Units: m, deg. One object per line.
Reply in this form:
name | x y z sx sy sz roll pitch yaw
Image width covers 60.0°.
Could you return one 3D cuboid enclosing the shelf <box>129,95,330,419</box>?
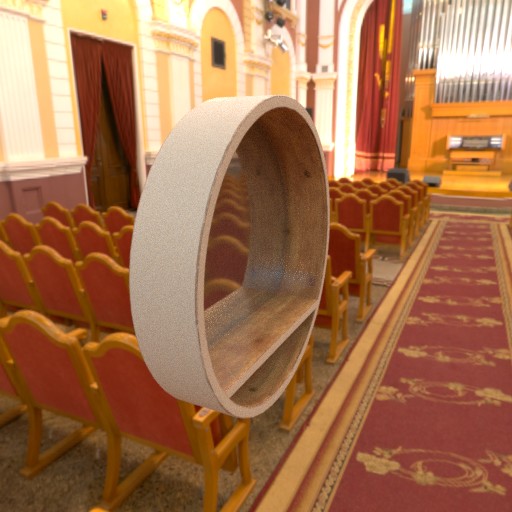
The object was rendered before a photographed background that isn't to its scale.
shelf | 0.000 0.000 1.187 0.158 0.807 0.806 7 17 25
